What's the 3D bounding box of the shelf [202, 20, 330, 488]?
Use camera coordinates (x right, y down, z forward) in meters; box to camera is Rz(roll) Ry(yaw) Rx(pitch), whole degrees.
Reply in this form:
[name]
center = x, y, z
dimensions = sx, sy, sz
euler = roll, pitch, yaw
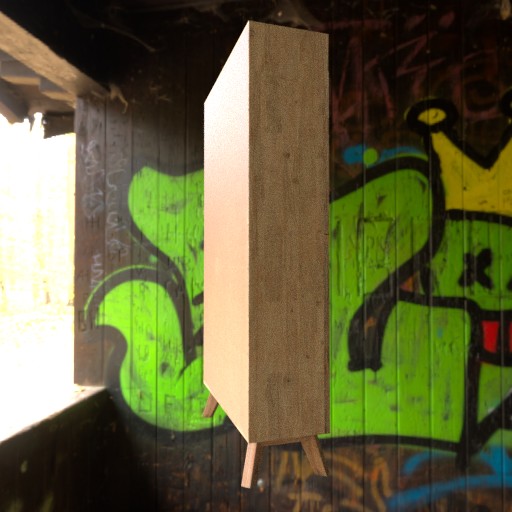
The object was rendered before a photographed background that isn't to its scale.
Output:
[shelf]
center = 0.000, 0.000, 1.781
dimensions = 0.308, 1.471, 0.748
euler = 0, -1, -17
